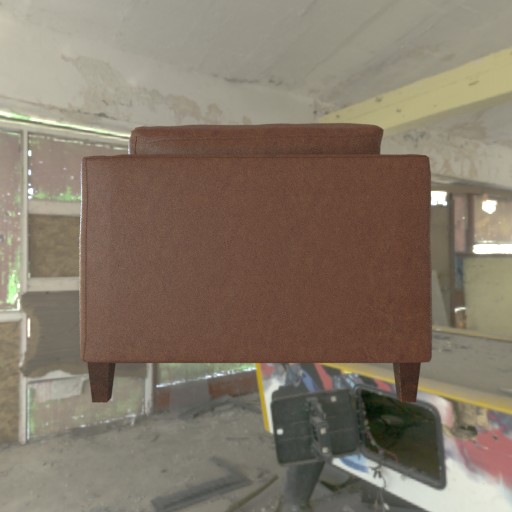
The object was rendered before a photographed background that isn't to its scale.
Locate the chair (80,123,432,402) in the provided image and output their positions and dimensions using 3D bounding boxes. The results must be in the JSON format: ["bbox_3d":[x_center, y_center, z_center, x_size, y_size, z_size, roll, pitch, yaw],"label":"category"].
[{"bbox_3d":[0.000,0.000,1.811,1.107,0.917,0.959,0,-1,0],"label":"chair"}]
